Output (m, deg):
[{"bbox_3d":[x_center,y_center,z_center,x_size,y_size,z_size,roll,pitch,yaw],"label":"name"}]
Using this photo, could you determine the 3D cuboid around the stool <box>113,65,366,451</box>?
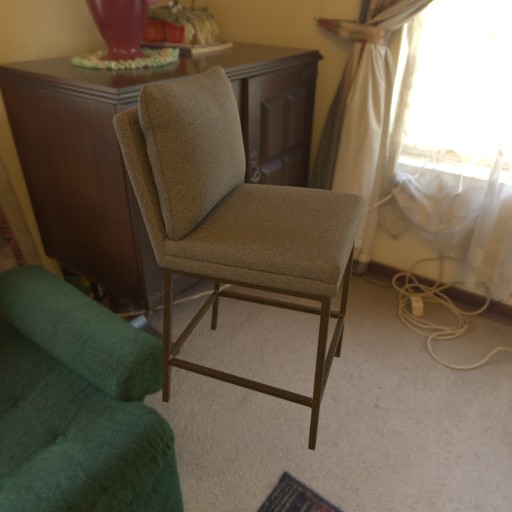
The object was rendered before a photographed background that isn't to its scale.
[{"bbox_3d":[0.000,0.000,1.347,0.569,1.030,0.463,10,32,17],"label":"stool"}]
